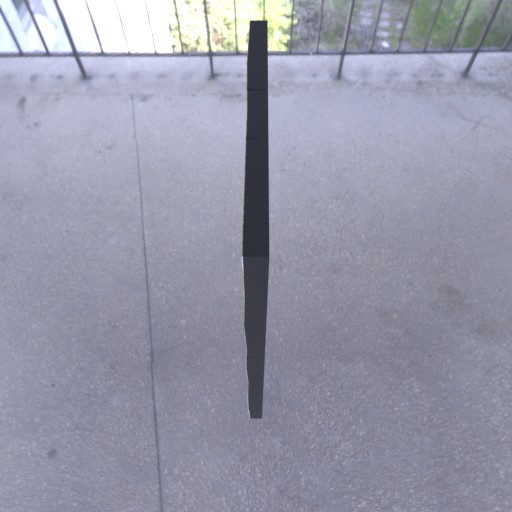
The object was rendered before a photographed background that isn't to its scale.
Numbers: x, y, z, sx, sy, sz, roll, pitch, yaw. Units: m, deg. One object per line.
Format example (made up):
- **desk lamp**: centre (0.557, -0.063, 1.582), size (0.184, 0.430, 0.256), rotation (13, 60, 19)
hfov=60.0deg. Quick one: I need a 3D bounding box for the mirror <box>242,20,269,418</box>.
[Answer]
- **mirror**: centre (0.000, 0.000, 1.162), size (0.044, 0.912, 0.606), rotation (0, 57, 0)
